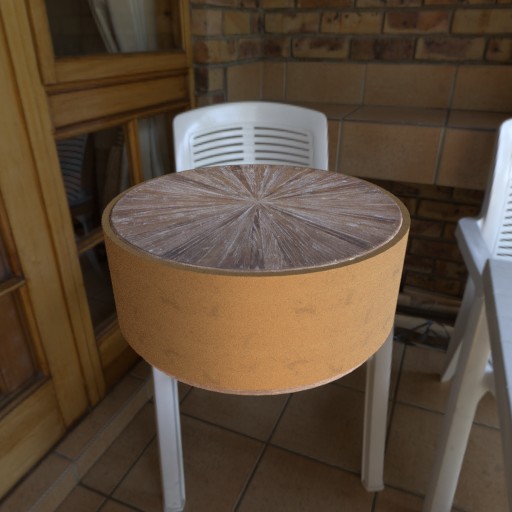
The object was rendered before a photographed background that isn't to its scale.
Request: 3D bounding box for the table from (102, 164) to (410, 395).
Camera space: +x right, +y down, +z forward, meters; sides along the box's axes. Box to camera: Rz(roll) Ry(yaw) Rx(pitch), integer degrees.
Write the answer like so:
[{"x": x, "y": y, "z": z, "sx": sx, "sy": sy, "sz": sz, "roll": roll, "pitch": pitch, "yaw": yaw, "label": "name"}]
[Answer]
[{"x": 0.000, "y": 0.000, "z": 1.594, "sx": 1.001, "sy": 0.409, "sz": 1.001, "roll": 0, "pitch": 27, "yaw": 0, "label": "table"}]
